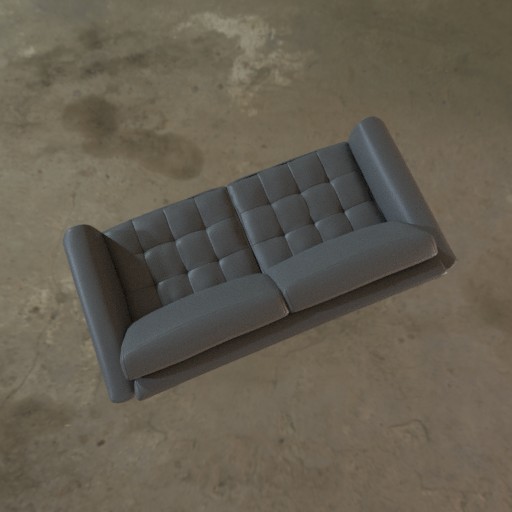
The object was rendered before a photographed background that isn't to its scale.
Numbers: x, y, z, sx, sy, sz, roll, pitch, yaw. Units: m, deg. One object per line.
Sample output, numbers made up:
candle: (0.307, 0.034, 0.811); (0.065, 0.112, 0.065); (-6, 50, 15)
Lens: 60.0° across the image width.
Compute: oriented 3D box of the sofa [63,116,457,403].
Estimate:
sofa: (0.000, 0.000, 2.770); (2.177, 0.930, 1.121); (-21, 77, -5)
